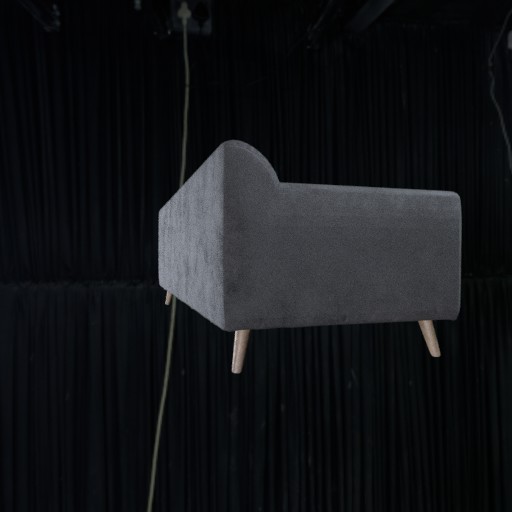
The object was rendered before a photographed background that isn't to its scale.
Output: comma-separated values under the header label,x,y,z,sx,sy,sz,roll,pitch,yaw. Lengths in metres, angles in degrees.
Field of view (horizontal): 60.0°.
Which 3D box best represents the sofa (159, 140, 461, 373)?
label,x,y,z,sx,sy,sz,roll,pitch,yaw
sofa,0.000,0.000,2.508,0.900,0.740,2.190,0,0,-17
